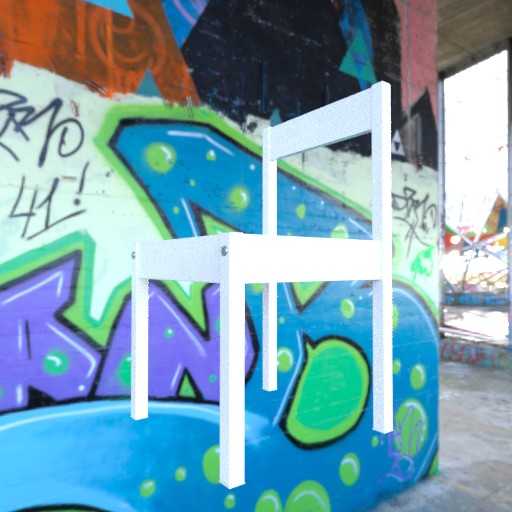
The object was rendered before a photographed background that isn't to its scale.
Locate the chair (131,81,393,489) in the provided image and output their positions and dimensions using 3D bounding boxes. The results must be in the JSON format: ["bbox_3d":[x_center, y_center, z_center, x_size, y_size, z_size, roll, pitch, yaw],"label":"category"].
[{"bbox_3d":[0.000,0.000,0.675,0.285,0.505,0.285,1,-2,-37],"label":"chair"}]
